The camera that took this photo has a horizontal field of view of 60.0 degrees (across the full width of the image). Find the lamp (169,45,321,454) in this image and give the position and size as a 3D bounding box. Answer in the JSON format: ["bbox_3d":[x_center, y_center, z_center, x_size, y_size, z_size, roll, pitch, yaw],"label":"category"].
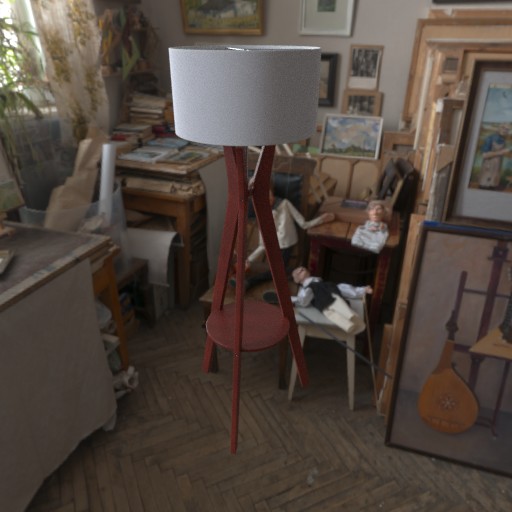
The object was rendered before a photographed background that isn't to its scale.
[{"bbox_3d":[0.000,0.000,1.728,0.542,1.472,0.539,-9,28,-17],"label":"lamp"}]
